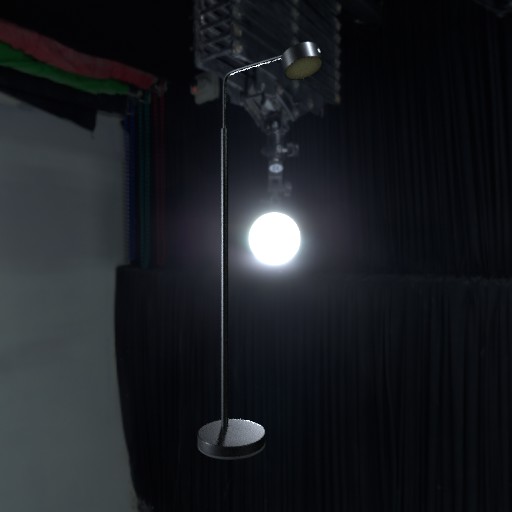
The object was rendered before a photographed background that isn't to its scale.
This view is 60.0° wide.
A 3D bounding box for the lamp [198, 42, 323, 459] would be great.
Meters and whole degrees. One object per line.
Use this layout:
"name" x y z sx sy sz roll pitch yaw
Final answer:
"lamp" 0.000 0.000 1.381 0.418 1.230 0.219 1 1 37
